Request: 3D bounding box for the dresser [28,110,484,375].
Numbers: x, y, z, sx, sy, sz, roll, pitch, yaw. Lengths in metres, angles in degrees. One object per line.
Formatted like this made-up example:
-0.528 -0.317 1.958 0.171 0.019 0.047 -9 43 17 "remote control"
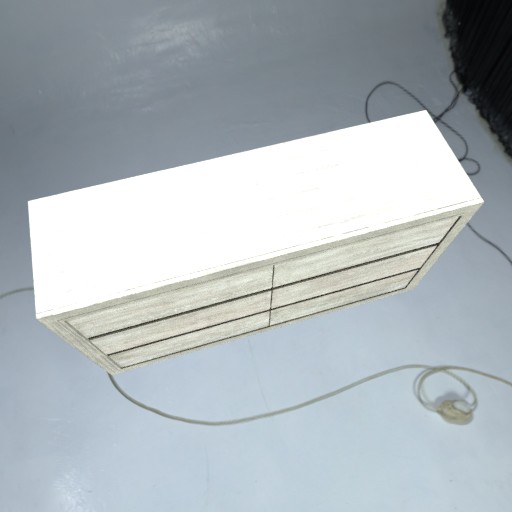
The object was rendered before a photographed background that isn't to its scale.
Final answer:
0.000 0.000 2.042 1.628 0.889 0.483 -15 64 -7 "dresser"
